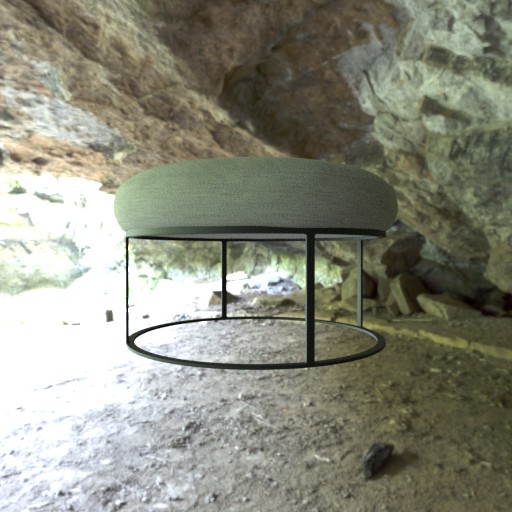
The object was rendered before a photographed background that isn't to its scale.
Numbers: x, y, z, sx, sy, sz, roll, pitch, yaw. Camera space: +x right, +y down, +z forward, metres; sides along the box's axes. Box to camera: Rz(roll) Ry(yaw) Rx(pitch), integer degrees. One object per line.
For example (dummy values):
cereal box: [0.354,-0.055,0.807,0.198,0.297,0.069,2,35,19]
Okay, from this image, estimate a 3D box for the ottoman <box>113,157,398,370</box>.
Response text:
ottoman: [0.000,0.000,1.253,0.769,0.459,0.769,0,0,0]
